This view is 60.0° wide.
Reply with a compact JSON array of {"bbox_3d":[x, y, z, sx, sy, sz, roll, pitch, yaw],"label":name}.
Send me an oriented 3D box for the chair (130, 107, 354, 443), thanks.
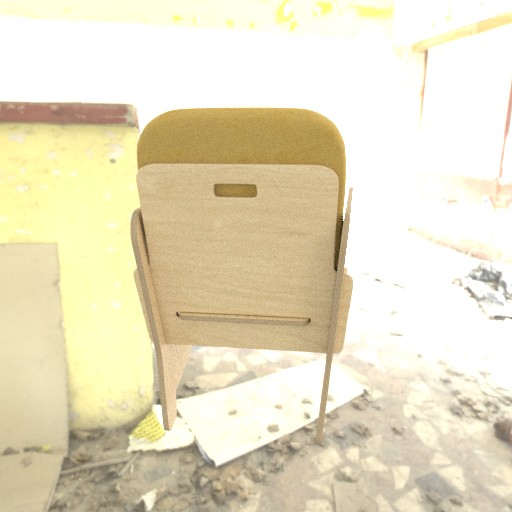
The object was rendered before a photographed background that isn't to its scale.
[{"bbox_3d":[0.000,0.000,1.308,0.590,0.800,0.710,2,16,7],"label":"chair"}]
